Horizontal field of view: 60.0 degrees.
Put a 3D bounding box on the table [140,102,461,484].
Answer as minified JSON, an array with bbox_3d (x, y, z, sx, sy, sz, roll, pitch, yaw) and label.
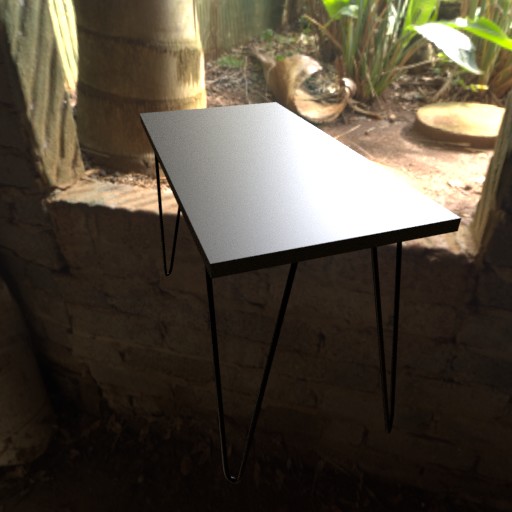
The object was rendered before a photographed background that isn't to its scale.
[{"bbox_3d":[0.000,0.000,1.359,0.499,0.660,0.991,-10,34,-16],"label":"table"}]
